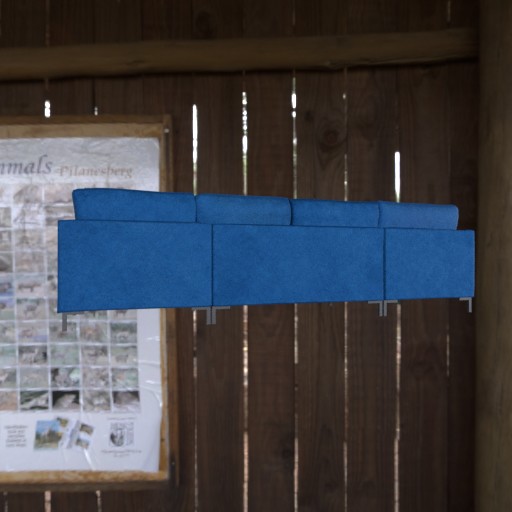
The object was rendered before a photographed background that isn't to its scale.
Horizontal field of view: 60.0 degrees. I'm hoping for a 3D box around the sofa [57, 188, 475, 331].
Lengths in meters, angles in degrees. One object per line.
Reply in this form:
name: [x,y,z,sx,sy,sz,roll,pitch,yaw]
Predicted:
sofa: [0.000,0.000,4.363,3.434,0.992,2.055,0,0,-18]
